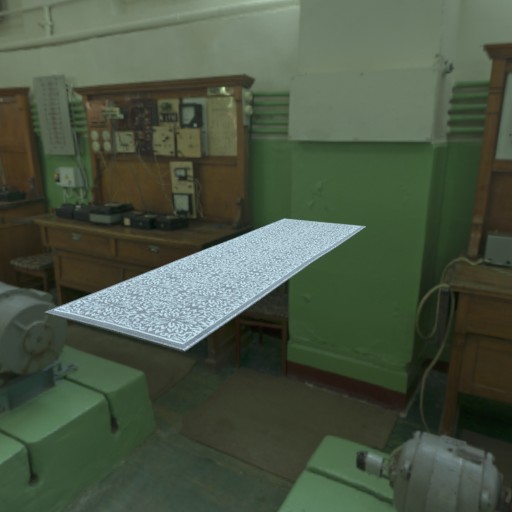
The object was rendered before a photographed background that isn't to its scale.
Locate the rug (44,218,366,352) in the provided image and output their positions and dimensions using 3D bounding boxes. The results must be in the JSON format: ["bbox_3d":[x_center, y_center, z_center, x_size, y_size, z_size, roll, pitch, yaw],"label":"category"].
[{"bbox_3d":[0.000,0.000,2.469,0.662,0.011,2.196,8,17,27],"label":"rug"}]
